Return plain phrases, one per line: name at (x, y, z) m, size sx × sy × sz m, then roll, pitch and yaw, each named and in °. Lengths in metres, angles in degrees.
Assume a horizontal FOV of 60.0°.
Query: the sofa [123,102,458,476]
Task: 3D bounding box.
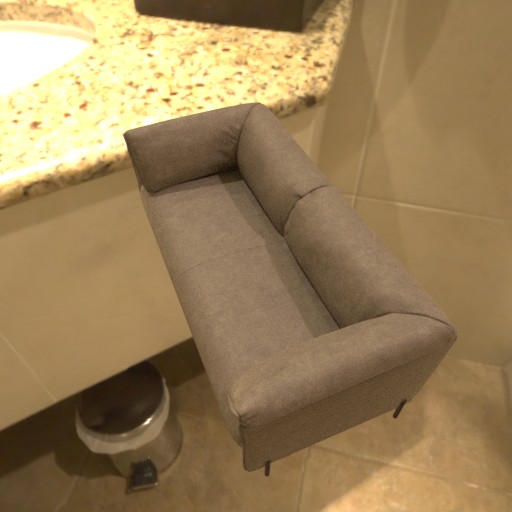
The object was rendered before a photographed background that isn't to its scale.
sofa at (0.000, 0.000, 2.339) m, size 0.905 × 0.747 × 1.878 m, roll -17°, pitch 50°, yaw -15°
